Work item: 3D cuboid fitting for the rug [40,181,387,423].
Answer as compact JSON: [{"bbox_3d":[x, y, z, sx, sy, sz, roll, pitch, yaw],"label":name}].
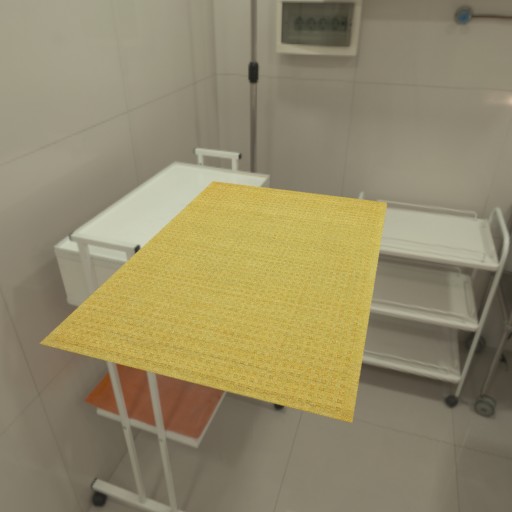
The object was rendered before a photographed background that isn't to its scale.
[{"bbox_3d":[0.000,0.000,3.756,1.981,0.006,2.895,9,33,15],"label":"rug"}]
